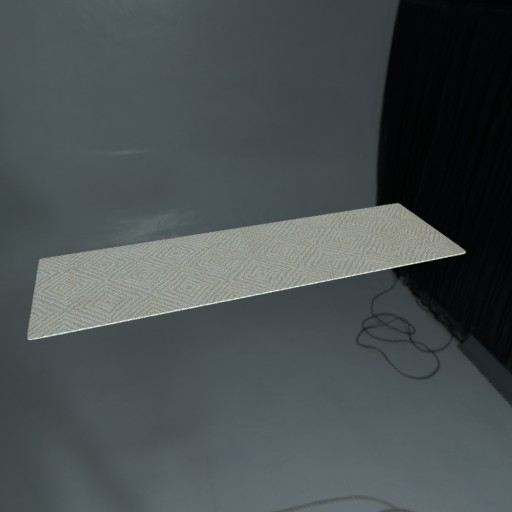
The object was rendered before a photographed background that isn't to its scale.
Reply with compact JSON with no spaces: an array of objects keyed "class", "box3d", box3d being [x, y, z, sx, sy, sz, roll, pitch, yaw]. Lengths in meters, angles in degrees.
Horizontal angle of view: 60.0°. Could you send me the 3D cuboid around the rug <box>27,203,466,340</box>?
[{"class":"rug","box3d":[0.000,0.000,2.460,2.277,0.008,0.676,-10,33,-15]}]
